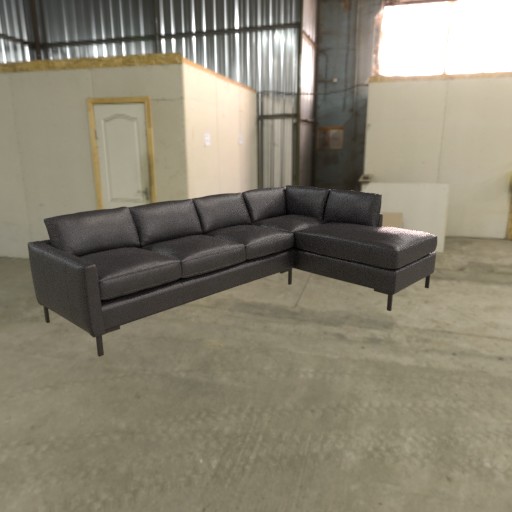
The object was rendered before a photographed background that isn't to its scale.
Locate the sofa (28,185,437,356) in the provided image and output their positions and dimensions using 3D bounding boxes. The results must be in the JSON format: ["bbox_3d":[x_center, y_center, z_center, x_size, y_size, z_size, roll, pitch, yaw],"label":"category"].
[{"bbox_3d":[0.000,0.000,3.770,1.938,0.877,2.984,14,21,41],"label":"sofa"}]
